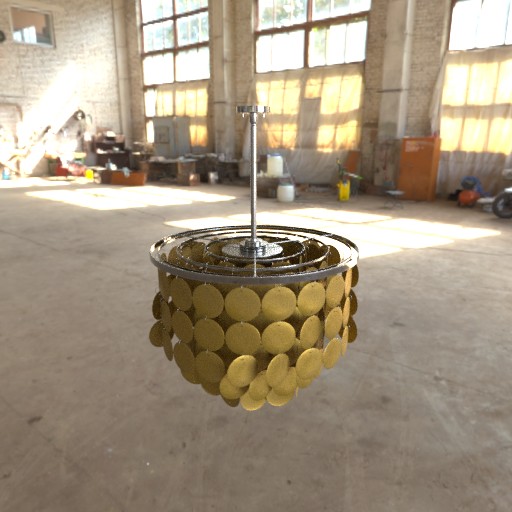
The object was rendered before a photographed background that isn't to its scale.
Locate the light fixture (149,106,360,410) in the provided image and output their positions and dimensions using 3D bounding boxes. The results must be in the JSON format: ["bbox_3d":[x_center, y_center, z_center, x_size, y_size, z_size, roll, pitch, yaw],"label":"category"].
[{"bbox_3d":[0.000,0.000,0.770,0.368,0.492,0.368,0,15,0],"label":"light fixture"}]
